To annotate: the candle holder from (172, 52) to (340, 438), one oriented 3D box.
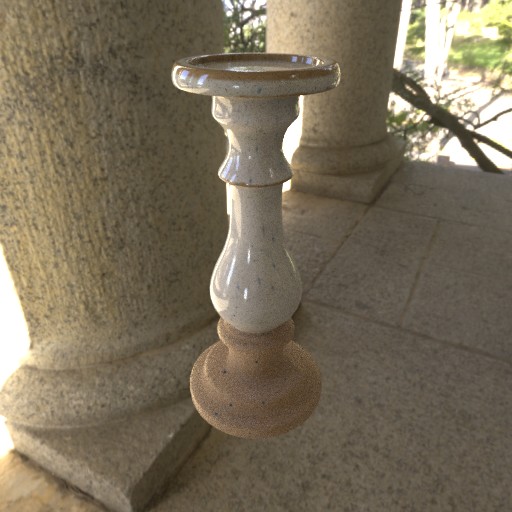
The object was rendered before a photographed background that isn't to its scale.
[{"bbox_3d":[0.000,0.000,0.250,0.088,0.203,0.088,0,30,0],"label":"candle holder"}]
